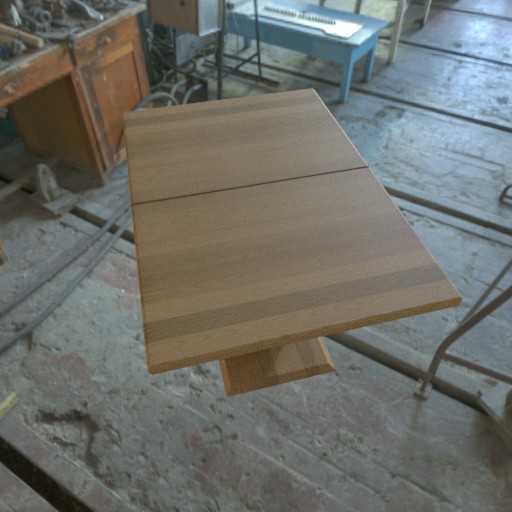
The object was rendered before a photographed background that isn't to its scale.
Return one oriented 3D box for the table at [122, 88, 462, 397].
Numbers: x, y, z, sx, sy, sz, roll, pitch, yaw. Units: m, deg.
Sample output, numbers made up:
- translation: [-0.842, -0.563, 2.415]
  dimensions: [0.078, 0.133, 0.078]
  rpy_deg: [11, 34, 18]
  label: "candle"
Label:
- translation: [0.000, 0.000, 1.902]
  dimensions: [0.900, 0.770, 1.300]
  rpy_deg: [-11, 48, -10]
  label: "table"
